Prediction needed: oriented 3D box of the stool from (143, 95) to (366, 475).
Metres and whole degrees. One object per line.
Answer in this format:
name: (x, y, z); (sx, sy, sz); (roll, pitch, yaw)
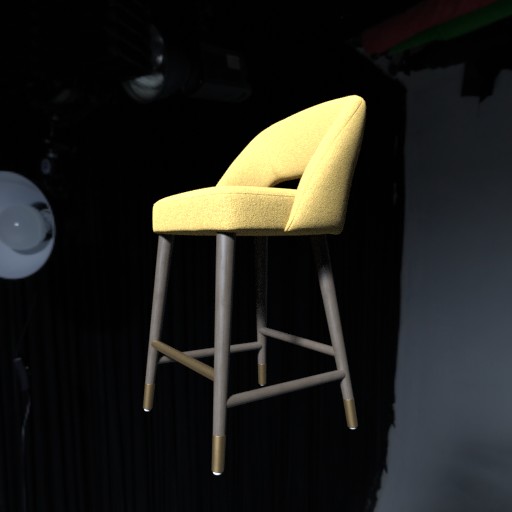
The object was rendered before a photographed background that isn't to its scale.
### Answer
stool: (0.000, 0.000, 1.281); (0.522, 0.939, 0.536); (-1, 3, -34)
